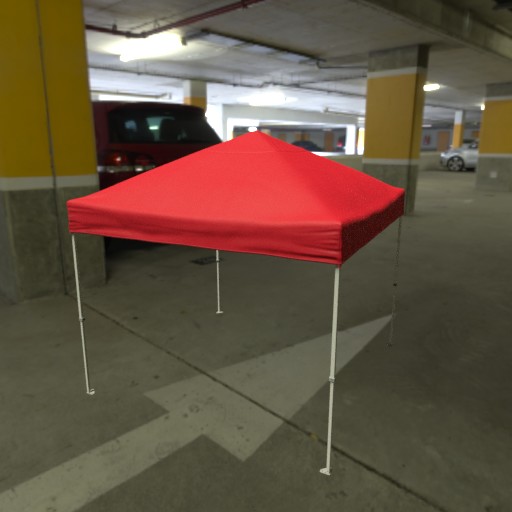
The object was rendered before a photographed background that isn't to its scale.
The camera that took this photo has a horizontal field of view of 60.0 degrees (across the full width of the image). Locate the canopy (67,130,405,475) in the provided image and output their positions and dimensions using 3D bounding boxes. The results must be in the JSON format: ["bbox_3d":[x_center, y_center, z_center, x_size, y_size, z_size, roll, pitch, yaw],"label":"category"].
[{"bbox_3d":[0.000,0.000,5.476,2.998,2.997,2.996,7,16,26],"label":"canopy"}]
